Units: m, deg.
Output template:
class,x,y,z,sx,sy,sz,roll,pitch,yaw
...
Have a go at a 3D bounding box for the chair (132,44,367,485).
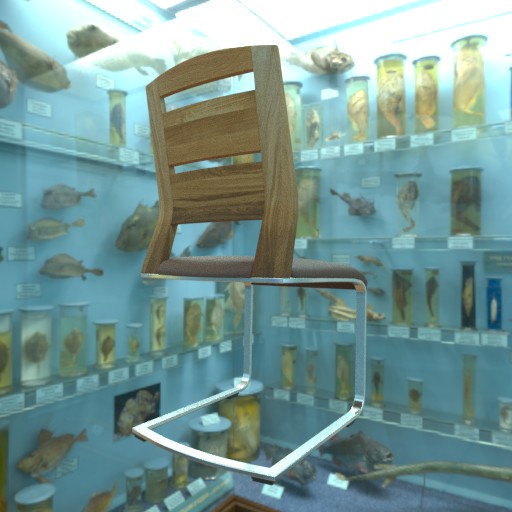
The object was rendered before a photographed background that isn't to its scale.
class,x,y,z,sx,sy,sz,roll,pitch,yaw
chair,0.000,0.000,1.270,0.460,0.970,0.570,0,0,35
